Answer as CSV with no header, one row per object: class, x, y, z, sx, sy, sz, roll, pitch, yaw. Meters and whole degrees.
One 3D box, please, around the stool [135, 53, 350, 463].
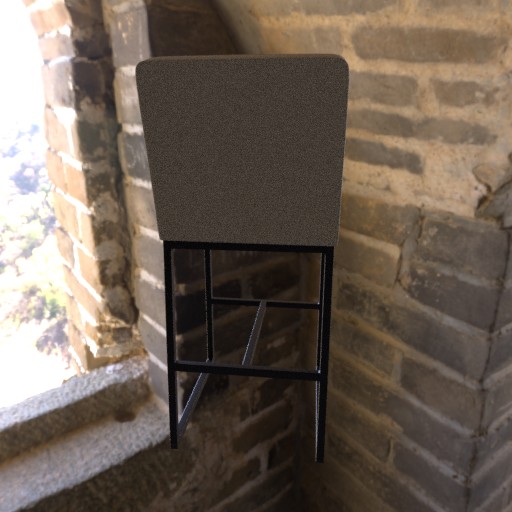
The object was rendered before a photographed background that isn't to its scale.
stool,0.000,0.000,1.318,0.460,1.040,0.560,2,17,7
